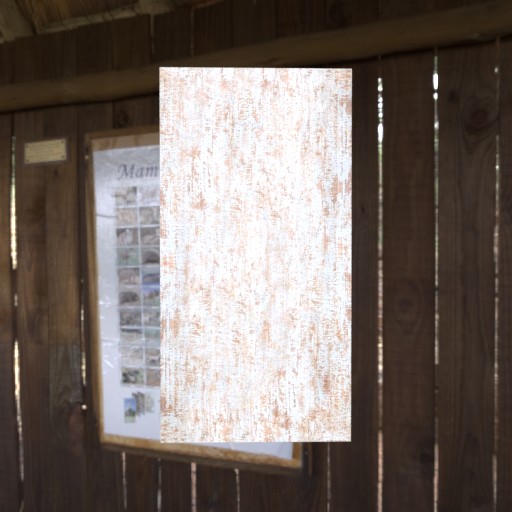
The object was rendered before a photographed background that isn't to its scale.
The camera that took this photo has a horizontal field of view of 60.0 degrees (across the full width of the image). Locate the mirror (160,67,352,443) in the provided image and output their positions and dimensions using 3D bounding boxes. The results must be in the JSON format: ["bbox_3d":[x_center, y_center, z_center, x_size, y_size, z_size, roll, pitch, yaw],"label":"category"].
[{"bbox_3d":[0.000,0.000,1.106,0.472,0.922,0.027,0,1,-1],"label":"mirror"}]
